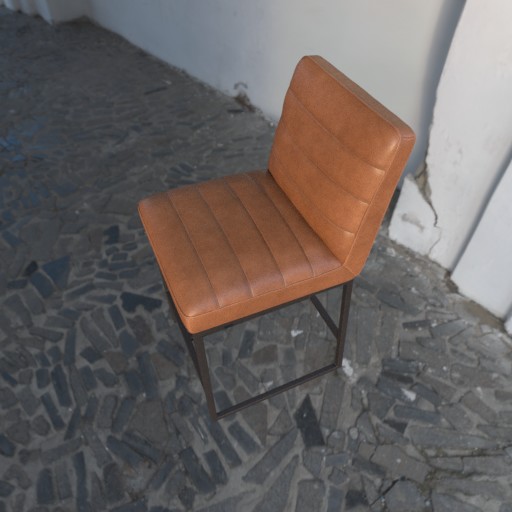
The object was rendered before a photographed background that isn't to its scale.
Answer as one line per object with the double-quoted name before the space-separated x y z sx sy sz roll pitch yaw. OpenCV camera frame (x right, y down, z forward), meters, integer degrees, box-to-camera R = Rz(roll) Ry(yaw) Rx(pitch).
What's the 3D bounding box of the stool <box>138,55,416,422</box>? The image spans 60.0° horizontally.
"stool" 0.000 0.000 1.294 0.556 0.940 0.458 -18 50 -16
